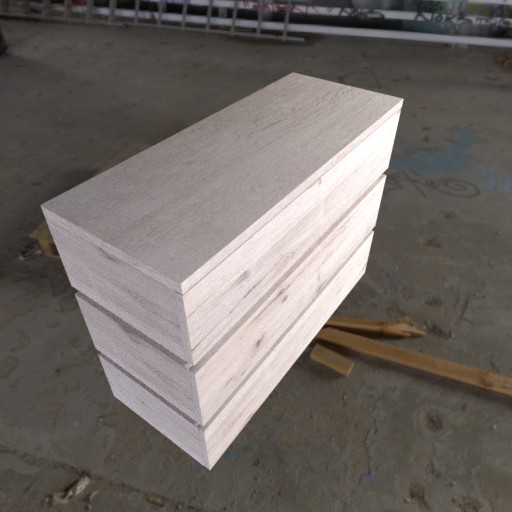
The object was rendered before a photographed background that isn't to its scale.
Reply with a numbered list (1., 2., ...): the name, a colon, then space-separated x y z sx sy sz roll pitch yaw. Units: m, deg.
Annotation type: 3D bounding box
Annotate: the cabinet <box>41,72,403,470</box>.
1. cabinet: 0.000 0.000 1.469 0.420 0.820 1.040 25 47 26
